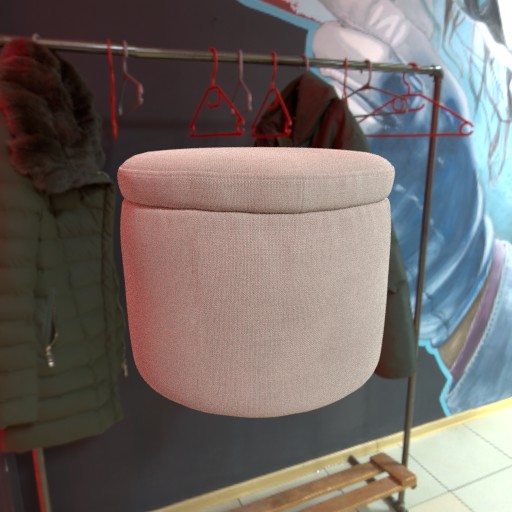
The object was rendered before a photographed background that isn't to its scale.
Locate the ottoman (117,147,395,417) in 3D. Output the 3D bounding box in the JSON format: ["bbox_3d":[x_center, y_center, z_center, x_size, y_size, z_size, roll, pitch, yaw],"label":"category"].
[{"bbox_3d":[0.000,0.000,0.862,0.497,0.409,0.497,0,14,0],"label":"ottoman"}]
